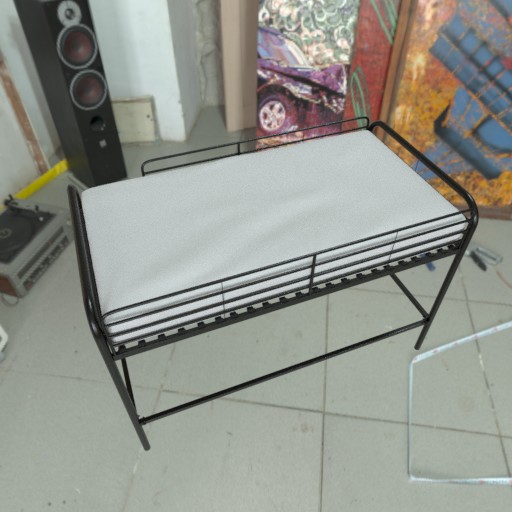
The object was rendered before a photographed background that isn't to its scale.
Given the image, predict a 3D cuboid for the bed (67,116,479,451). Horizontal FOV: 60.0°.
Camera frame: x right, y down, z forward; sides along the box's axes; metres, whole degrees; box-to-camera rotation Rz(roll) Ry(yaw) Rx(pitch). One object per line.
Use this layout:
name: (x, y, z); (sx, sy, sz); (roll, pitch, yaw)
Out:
bed: (0.000, 0.000, 2.889); (1.968, 1.289, 1.393); (-15, 47, -15)
